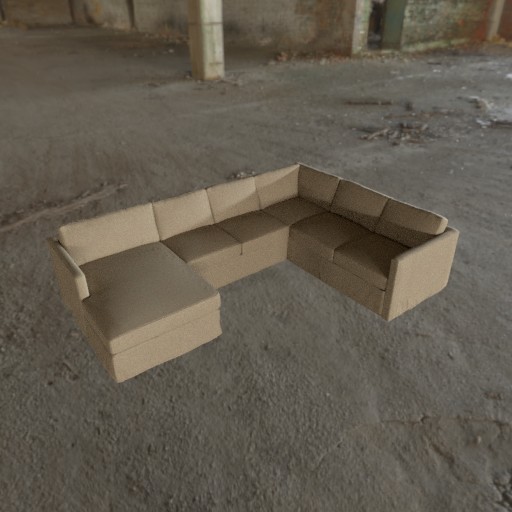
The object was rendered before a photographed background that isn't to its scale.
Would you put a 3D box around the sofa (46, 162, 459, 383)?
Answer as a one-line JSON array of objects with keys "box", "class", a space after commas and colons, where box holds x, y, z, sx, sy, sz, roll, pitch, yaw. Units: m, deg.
[{"box": [0.000, 0.000, 4.640, 3.528, 0.878, 2.476, -21, 36, -31], "class": "sofa"}]
